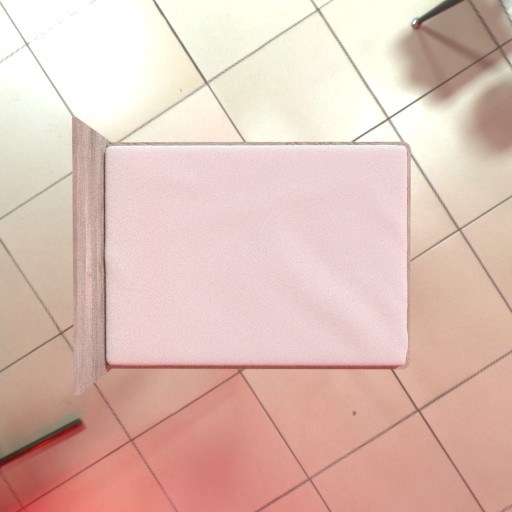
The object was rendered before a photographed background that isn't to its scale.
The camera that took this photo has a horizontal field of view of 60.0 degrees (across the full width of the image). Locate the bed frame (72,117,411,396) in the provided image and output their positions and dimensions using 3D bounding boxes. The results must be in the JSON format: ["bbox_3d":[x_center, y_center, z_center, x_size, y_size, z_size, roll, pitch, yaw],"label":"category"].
[{"bbox_3d":[0.000,0.000,2.760,1.950,0.800,1.490,0,91,1],"label":"bed frame"}]
